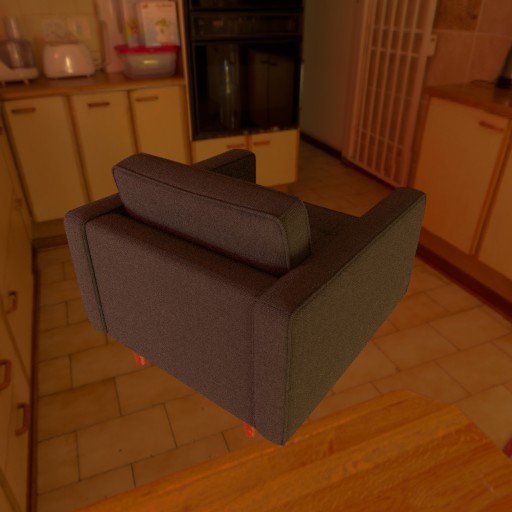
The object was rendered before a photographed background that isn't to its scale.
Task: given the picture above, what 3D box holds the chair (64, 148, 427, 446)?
[{"bbox_3d":[0.000,0.000,1.603,0.899,0.770,0.919,21,37,31],"label":"chair"}]
